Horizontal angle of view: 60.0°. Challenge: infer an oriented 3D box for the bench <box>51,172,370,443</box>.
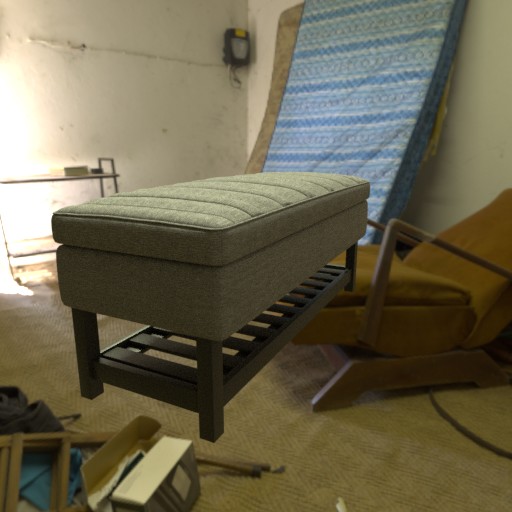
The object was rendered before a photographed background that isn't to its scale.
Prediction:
[{"bbox_3d":[0.000,0.000,1.327,0.429,0.470,1.100,7,16,26],"label":"bench"}]
